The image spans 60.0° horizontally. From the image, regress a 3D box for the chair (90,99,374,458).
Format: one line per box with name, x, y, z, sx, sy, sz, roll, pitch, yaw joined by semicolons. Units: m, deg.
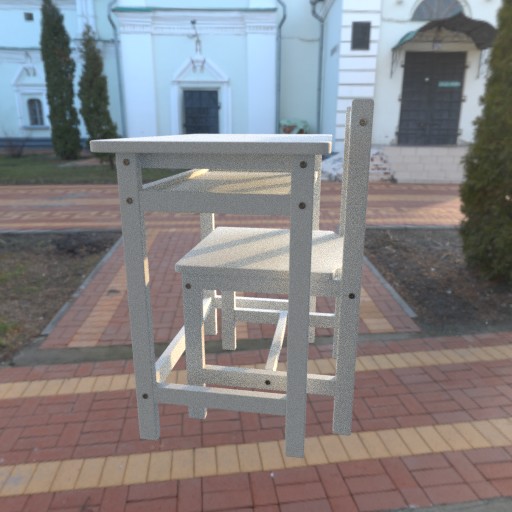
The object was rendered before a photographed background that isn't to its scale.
chair;0.000;0.000;1.039;0.461;0.673;0.599;3;17;9
